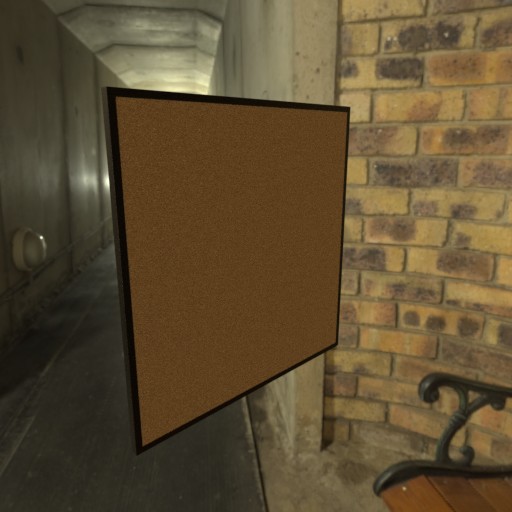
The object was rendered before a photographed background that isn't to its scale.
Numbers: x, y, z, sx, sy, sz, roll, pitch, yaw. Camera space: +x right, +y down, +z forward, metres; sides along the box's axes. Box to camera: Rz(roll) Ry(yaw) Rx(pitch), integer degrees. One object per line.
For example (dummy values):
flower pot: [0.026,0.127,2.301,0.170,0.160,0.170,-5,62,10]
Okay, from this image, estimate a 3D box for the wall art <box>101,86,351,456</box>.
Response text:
wall art: [0.000,0.000,0.686,0.457,0.458,0.012,-14,21,-43]
